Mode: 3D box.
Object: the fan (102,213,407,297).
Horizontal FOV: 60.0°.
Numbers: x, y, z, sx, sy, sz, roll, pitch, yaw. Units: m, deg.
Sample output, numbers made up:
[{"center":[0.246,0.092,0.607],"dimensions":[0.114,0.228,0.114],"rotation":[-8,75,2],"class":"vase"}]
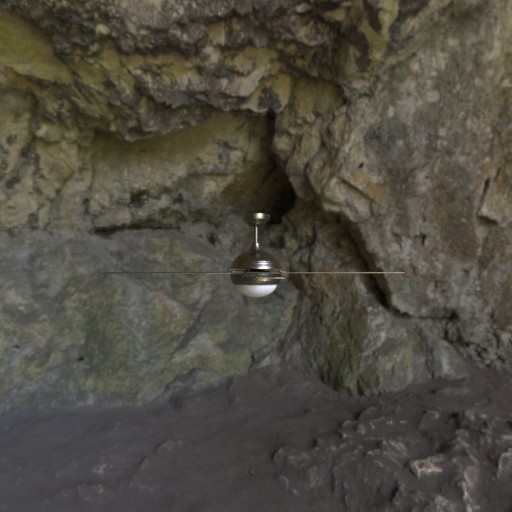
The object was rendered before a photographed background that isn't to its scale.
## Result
[{"center":[0.000,0.000,2.047],"dimensions":[1.321,0.381,1.321],"rotation":[0,-1,18],"class":"fan"}]
